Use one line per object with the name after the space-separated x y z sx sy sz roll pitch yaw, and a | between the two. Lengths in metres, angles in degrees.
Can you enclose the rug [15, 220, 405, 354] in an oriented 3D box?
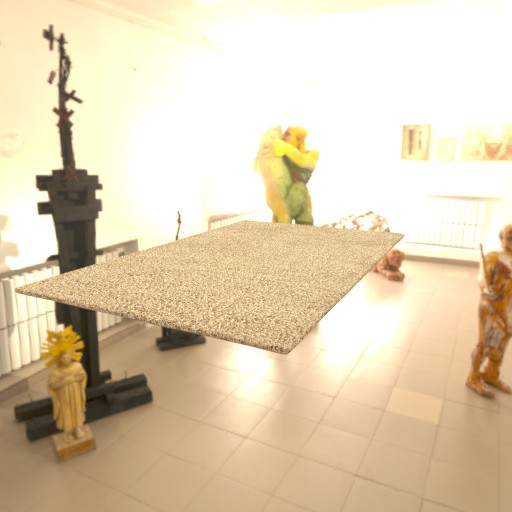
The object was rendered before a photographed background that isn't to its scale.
0.000 0.000 2.968 1.524 0.030 2.438 7 16 27 | rug
